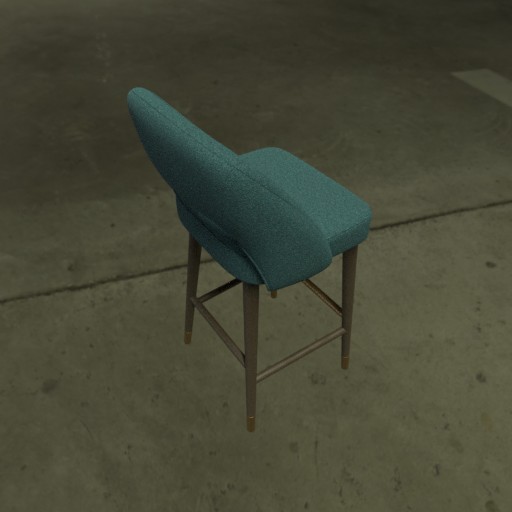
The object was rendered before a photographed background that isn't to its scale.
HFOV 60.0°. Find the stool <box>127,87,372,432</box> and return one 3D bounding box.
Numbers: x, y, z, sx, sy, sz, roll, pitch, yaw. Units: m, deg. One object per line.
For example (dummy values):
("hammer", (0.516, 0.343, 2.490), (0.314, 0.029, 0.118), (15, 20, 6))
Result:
("stool", (0.000, 0.000, 1.328), (0.522, 1.032, 0.536), (-25, 47, -26))
